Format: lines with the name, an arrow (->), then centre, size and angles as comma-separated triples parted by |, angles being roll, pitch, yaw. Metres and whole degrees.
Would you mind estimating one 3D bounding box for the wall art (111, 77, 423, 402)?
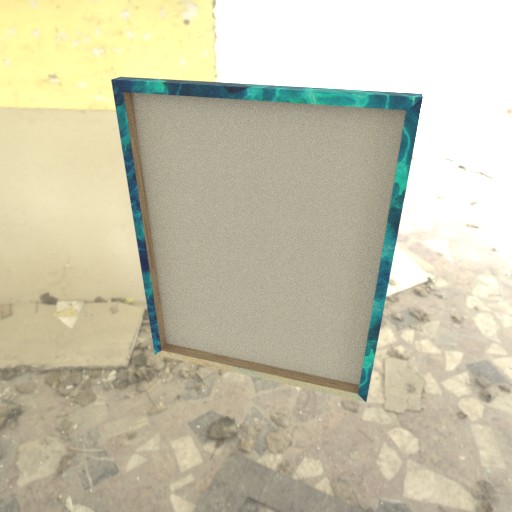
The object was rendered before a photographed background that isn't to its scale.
wall art -> 0.000, 0.000, 1.045 | 0.609, 0.760, 0.038 | 9, 32, 14
